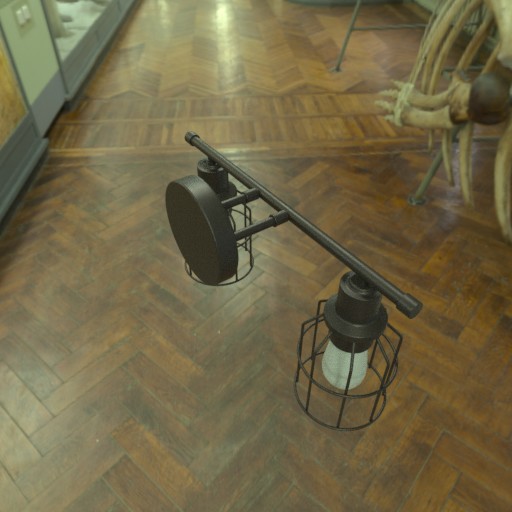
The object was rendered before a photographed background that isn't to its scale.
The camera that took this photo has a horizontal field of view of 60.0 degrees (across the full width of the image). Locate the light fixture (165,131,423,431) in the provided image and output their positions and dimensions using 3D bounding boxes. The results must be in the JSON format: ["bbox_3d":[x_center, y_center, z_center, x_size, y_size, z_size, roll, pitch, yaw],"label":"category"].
[{"bbox_3d":[0.000,0.000,0.540,0.165,0.254,0.406,-24,46,-26],"label":"light fixture"}]
